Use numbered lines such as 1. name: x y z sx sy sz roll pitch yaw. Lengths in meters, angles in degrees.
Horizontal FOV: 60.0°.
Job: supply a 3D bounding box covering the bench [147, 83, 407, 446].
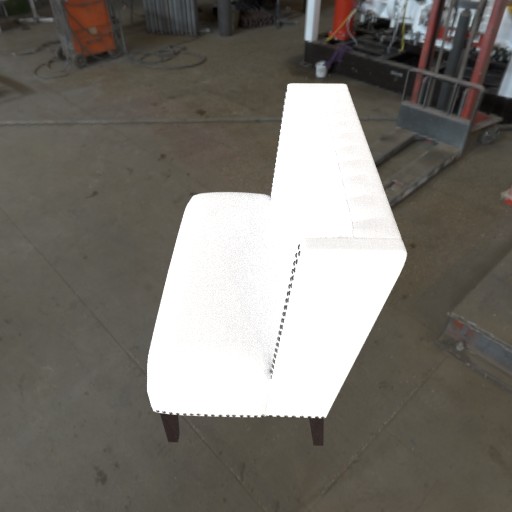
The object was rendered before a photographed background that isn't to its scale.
1. bench: 0.000 0.000 2.025 0.847 1.123 1.280 1 41 1
